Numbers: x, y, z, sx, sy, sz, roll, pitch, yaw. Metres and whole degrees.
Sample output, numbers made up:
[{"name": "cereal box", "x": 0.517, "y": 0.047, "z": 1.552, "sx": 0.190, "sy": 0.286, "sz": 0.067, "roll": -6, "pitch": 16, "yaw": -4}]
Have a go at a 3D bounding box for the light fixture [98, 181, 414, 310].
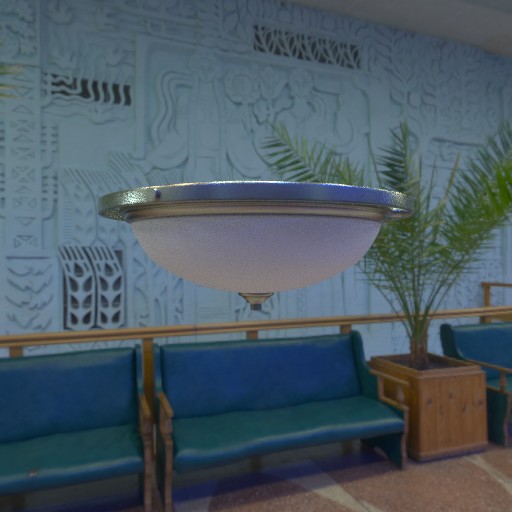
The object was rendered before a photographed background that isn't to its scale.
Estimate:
[{"name": "light fixture", "x": 0.000, "y": 0.000, "z": 0.537, "sx": 0.361, "sy": 0.130, "sz": 0.361, "roll": 0, "pitch": 0, "yaw": 0}]
